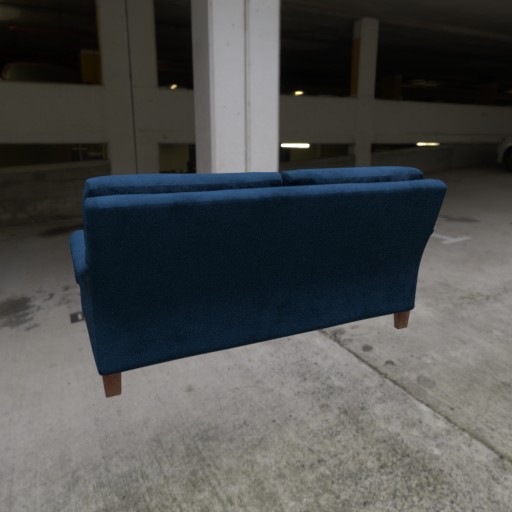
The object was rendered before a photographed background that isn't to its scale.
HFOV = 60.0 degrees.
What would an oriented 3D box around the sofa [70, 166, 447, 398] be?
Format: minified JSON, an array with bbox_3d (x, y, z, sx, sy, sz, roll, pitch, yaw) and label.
[{"bbox_3d":[0.000,0.000,2.803,2.141,1.101,1.084,-7,16,-25],"label":"sofa"}]
